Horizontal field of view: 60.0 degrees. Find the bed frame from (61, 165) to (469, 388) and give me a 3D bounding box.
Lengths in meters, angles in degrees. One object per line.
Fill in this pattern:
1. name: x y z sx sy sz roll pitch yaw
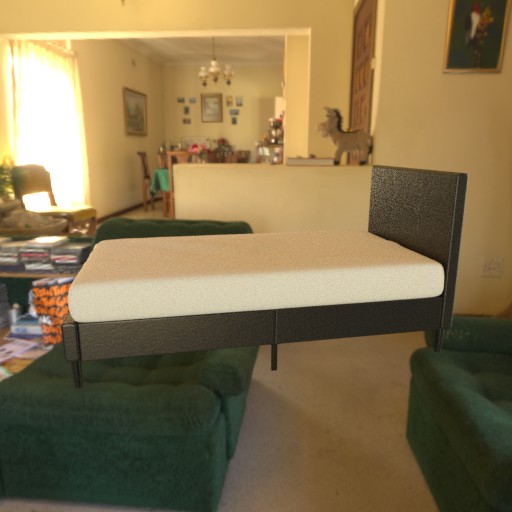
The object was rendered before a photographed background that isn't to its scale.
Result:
1. bed frame: 0.000 0.000 2.605 2.152 1.046 1.038 -3 14 -11
